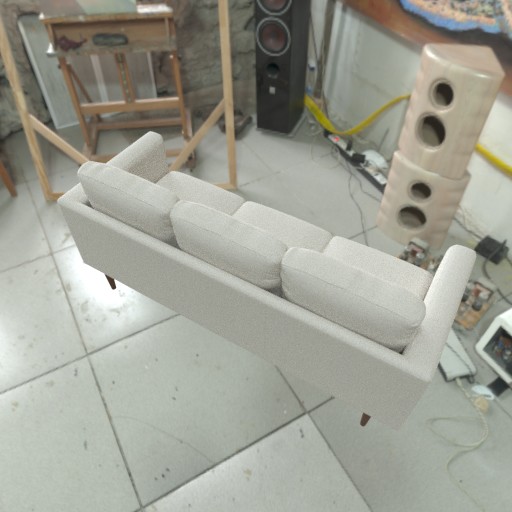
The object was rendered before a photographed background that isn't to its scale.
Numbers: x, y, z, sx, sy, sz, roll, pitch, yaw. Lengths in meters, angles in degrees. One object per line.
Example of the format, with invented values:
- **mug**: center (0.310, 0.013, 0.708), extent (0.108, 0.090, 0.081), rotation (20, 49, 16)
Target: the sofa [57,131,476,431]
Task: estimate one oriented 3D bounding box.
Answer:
- **sofa**: center (0.000, 0.000, 2.424), extent (2.029, 0.912, 0.802), rotation (24, 53, 20)
